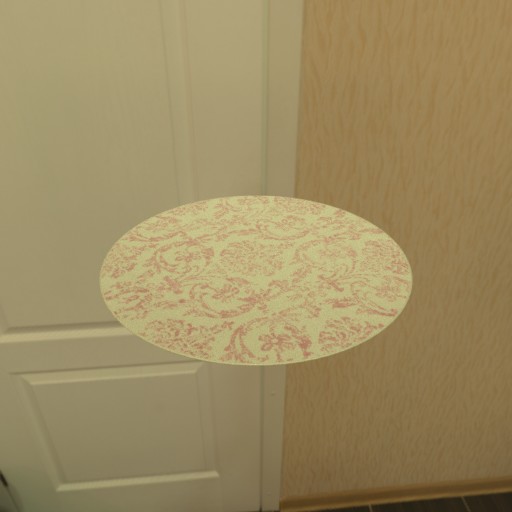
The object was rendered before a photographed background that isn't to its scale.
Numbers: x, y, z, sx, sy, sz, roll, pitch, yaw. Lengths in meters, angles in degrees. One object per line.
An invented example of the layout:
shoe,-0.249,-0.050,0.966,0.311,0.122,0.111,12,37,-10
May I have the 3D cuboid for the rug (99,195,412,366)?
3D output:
rug,0.000,0.000,2.356,1.593,0.012,1.593,0,31,0
